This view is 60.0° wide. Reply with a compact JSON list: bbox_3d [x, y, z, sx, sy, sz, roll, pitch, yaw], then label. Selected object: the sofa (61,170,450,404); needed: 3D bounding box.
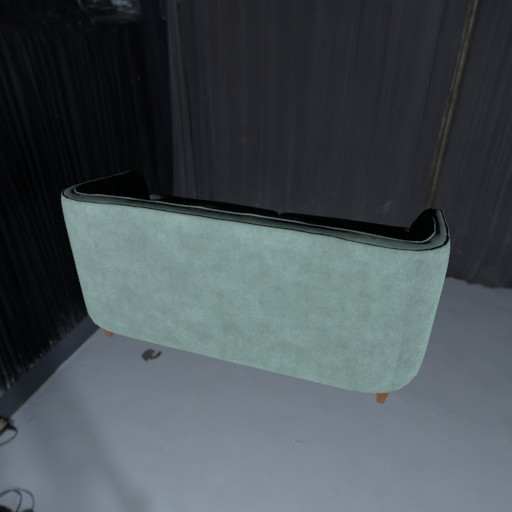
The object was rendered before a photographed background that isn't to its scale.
[{"bbox_3d":[0.000,0.000,2.260,1.733,0.855,0.941,10,32,16],"label":"sofa"}]
